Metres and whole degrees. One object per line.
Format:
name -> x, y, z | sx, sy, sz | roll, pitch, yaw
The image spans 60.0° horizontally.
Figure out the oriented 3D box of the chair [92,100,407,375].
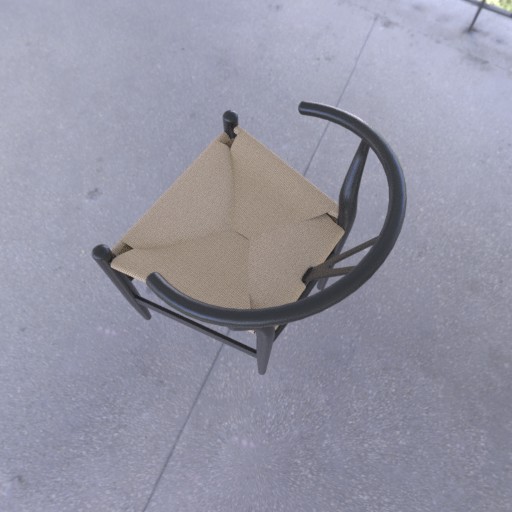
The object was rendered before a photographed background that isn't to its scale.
chair -> 0.000, 0.000, 1.168 | 0.570, 0.739, 0.570 | 33, 69, 14
